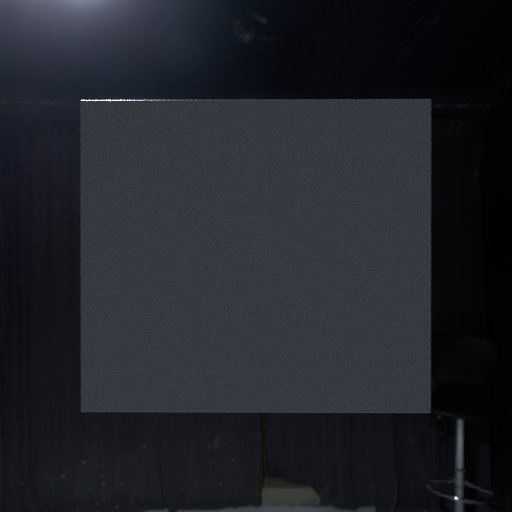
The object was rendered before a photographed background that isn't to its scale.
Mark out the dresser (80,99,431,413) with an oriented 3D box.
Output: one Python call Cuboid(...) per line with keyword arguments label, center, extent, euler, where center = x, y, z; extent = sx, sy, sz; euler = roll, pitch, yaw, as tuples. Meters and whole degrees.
Cuboid(label="dresser", center=(0.000, 0.000, 1.258), extent=(0.830, 0.740, 0.420), euler=(0, 0, 0))
